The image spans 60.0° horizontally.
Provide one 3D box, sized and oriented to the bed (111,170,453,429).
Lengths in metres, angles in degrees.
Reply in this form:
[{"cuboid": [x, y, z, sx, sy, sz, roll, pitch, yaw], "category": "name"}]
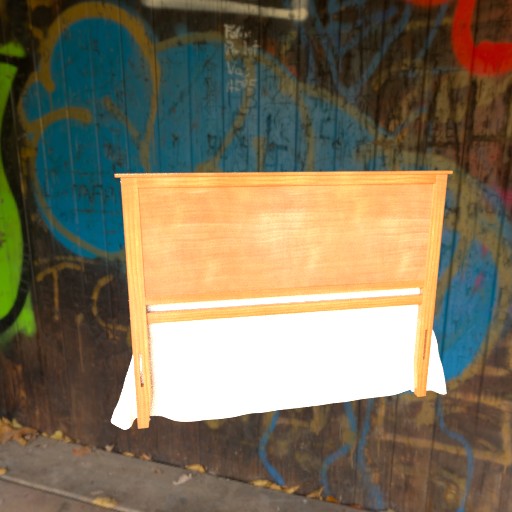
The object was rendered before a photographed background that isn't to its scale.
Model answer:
[{"cuboid": [0.000, 0.000, 3.190, 1.870, 1.273, 2.035, -3, 14, -11], "category": "bed"}]
